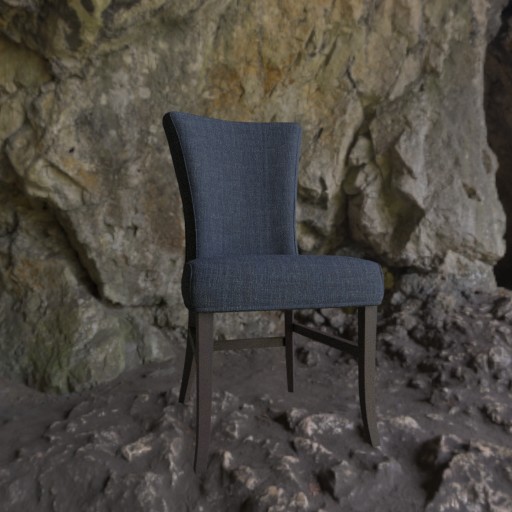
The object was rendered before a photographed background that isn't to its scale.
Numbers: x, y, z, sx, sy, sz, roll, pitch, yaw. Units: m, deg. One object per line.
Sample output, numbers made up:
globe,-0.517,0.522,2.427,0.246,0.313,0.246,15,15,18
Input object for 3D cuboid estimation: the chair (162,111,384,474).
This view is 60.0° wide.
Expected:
chair,0.000,0.000,1.376,0.520,0.991,0.660,0,0,-18
